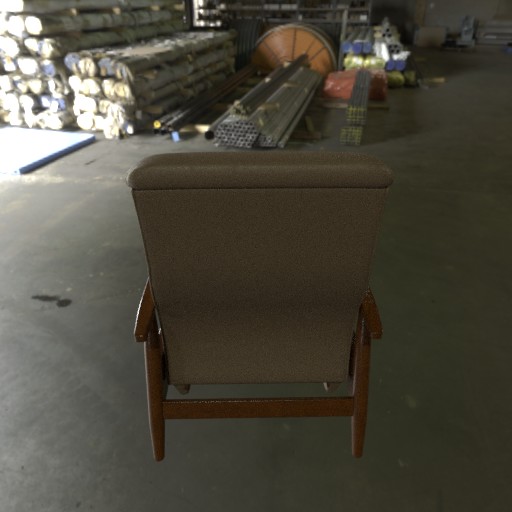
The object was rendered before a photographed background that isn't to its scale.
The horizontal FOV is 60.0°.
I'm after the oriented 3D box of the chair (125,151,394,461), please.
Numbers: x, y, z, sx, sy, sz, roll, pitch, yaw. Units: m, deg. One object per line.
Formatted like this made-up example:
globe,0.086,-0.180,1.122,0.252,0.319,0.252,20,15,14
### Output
chair,0.000,0.000,1.704,0.762,1.082,1.014,-1,30,-1
